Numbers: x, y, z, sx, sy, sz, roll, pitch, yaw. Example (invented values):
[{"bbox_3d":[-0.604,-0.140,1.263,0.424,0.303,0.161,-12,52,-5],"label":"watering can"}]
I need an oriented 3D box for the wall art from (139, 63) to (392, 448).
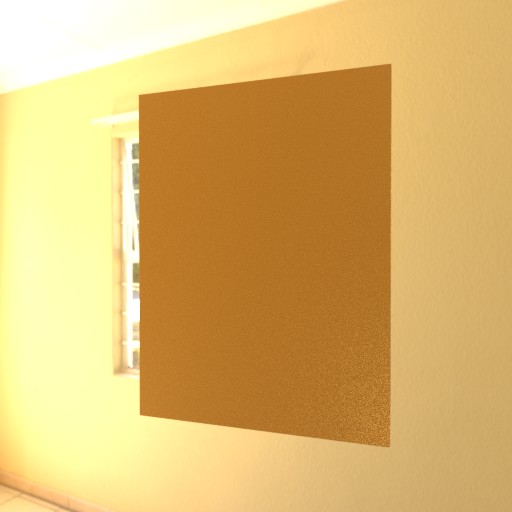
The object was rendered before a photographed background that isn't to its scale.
[{"bbox_3d":[0.000,0.000,1.047,0.610,0.812,0.038,0,1,18],"label":"wall art"}]
